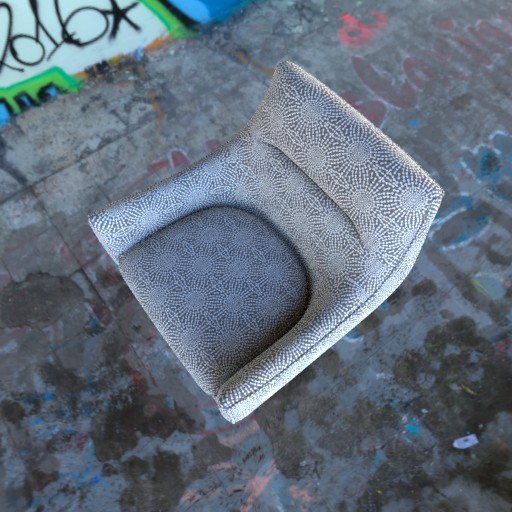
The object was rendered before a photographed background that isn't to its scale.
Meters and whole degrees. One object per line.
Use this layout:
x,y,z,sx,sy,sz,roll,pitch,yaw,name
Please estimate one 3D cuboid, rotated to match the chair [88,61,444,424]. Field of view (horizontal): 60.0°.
0.000,0.000,1.480,0.787,0.838,0.762,-35,68,-16,chair
